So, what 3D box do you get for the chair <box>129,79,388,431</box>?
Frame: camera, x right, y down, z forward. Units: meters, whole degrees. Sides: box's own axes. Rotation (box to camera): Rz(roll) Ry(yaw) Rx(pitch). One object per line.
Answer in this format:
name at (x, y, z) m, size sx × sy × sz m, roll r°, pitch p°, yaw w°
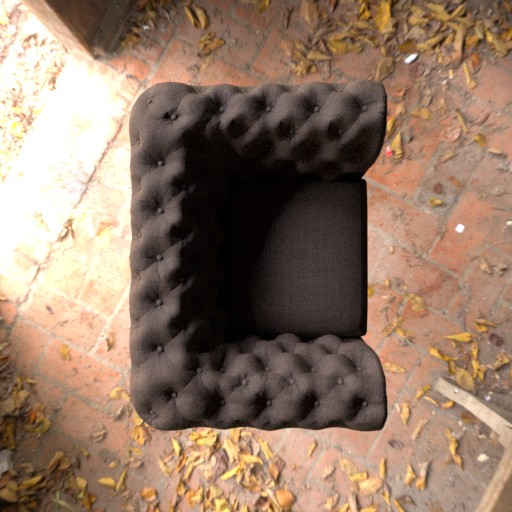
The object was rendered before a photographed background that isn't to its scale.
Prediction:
chair at (0.000, 0.000, 1.903) m, size 0.945 × 0.780 × 1.298 m, roll 0°, pitch 90°, yaw 1°
